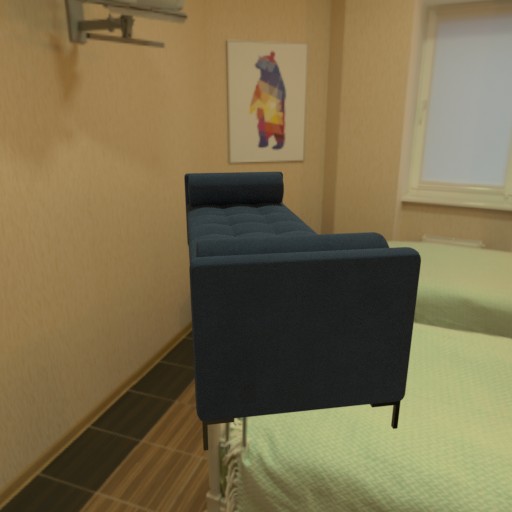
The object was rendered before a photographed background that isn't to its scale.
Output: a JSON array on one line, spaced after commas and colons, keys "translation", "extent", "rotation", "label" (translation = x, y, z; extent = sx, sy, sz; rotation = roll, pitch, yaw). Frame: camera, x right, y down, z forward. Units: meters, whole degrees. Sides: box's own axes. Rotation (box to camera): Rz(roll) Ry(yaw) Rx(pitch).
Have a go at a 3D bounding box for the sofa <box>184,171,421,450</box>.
[{"translation": [0.000, 0.000, 2.274], "extent": [0.686, 0.635, 1.981], "rotation": [-3, 18, -9], "label": "sofa"}]
